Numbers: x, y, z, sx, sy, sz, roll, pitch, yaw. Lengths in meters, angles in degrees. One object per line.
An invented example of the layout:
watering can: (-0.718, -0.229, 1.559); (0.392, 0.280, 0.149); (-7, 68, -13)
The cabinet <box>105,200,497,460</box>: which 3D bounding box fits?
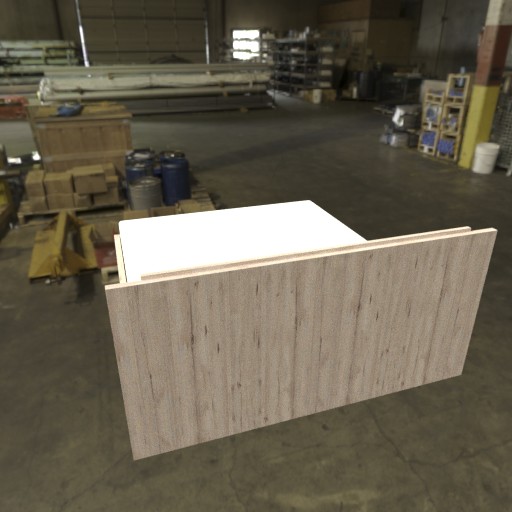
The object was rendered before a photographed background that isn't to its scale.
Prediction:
cabinet: (0.000, 0.000, 3.115); (1.950, 0.970, 2.080); (-8, 27, -17)
